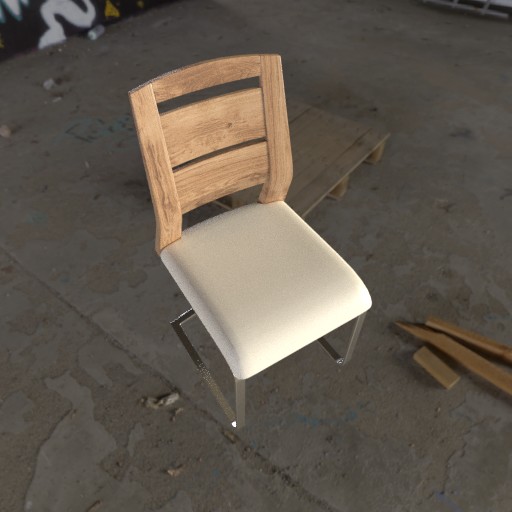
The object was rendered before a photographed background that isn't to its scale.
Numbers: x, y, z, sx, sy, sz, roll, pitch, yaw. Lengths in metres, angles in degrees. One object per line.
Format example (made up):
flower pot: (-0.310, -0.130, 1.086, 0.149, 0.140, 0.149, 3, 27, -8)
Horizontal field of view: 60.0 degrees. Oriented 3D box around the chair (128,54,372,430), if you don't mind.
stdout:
chair: (0.000, 0.000, 1.291, 0.457, 0.955, 0.561, -24, 50, -22)
